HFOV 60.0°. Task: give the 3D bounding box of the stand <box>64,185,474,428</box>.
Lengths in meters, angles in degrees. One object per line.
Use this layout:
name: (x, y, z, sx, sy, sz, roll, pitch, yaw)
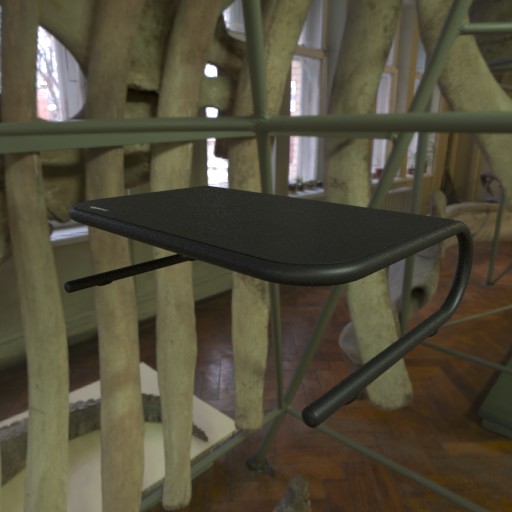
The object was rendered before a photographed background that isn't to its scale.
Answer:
stand: (0.000, 0.000, 0.491, 0.370, 0.108, 0.280, 15, 22, 41)
